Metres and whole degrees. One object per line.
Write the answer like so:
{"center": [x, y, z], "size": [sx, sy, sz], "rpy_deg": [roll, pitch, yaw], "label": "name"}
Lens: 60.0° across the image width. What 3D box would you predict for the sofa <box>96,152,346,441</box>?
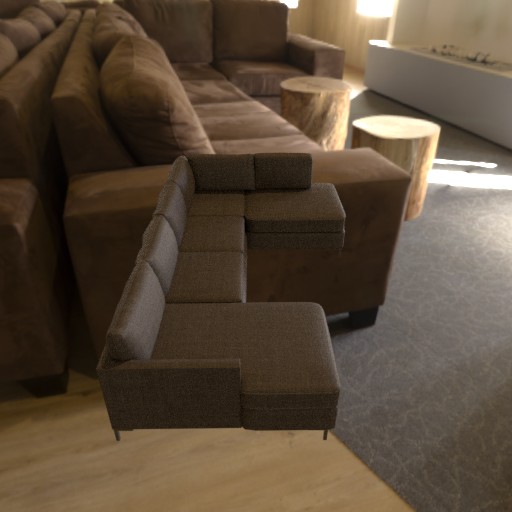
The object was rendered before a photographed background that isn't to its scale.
{"center": [0.000, 0.000, 4.312], "size": [2.048, 0.999, 3.423], "rpy_deg": [0, 32, -1], "label": "sofa"}
